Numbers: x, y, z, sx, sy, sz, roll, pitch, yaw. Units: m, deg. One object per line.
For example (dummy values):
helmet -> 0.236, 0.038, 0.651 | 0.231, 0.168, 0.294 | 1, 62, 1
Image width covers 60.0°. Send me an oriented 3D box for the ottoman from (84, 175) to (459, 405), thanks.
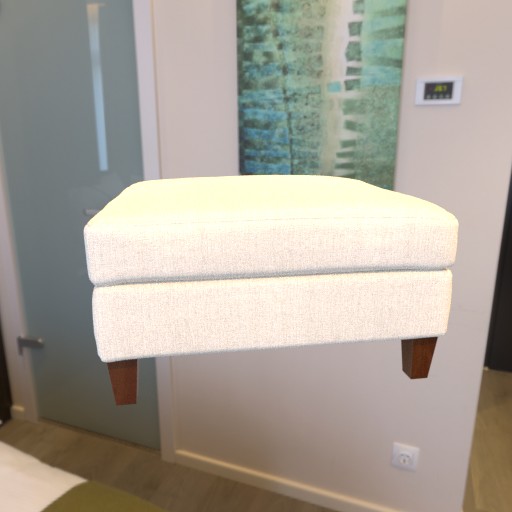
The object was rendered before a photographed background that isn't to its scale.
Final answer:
ottoman -> 0.000, 0.000, 1.369 | 0.838, 0.478, 0.838 | -2, 15, -9
